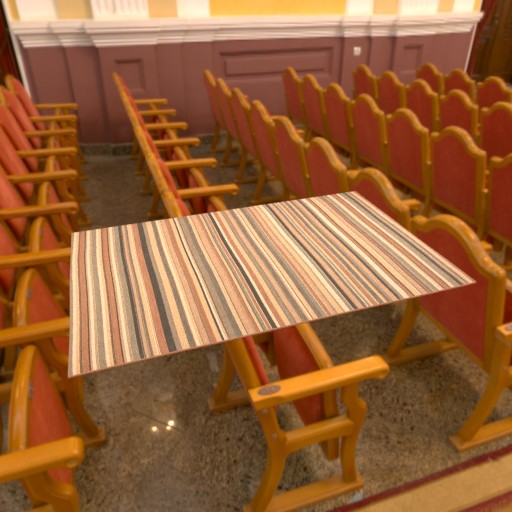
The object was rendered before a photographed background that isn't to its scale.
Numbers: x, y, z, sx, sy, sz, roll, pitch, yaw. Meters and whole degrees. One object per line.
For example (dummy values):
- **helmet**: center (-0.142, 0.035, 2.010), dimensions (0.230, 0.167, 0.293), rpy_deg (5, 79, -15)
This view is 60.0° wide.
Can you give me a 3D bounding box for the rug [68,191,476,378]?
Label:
- **rug**: center (0.000, 0.000, 3.081), dimensions (2.438, 0.014, 1.523), rpy_deg (-10, 33, -16)
